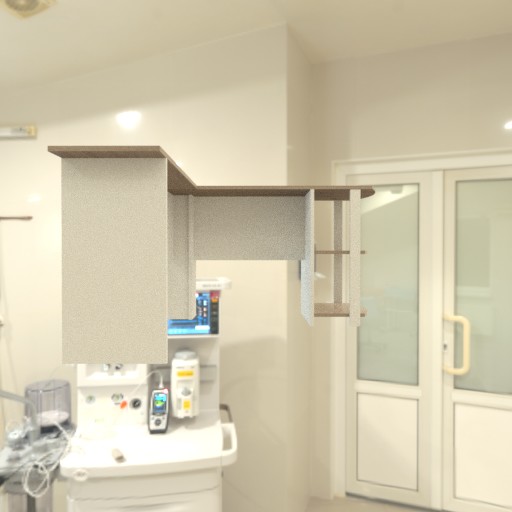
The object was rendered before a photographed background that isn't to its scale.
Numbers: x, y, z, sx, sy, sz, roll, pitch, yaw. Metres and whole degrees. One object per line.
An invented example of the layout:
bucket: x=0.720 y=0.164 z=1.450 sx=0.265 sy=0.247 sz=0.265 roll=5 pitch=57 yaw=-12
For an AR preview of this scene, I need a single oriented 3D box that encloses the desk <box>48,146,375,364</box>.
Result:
desk: x=0.000 y=0.000 z=2.074 sx=1.303 sy=0.716 sz=1.361 roll=0 pitch=1 yaw=0
